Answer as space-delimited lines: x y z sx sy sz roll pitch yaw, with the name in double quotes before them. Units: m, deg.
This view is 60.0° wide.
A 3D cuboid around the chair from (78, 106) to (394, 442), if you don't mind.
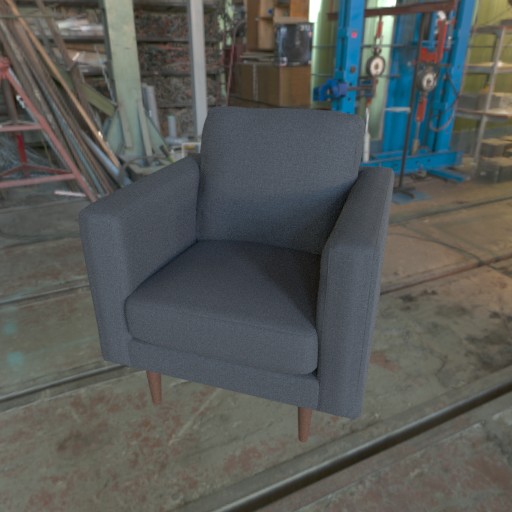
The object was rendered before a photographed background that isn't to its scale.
"chair" 0.000 0.000 1.550 0.854 0.927 0.800 8 27 16
